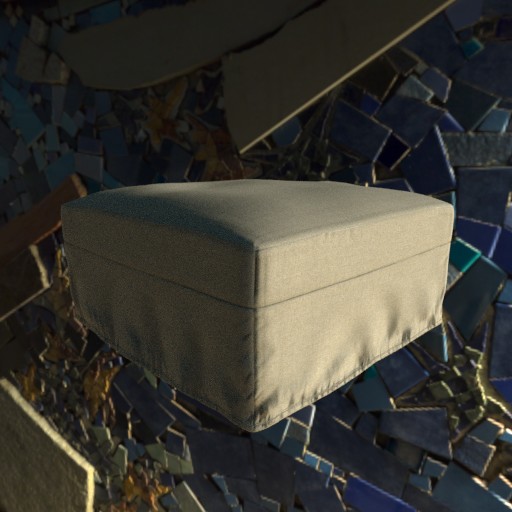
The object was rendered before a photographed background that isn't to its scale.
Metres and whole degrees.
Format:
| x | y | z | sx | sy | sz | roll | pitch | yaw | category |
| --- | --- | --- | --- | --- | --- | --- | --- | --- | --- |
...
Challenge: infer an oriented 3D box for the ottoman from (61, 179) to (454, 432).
| x | y | z | sx | sy | sz | roll | pitch | yaw | category |
| --- | --- | --- | --- | --- | --- | --- | --- | --- | --- |
| 0.000 | 0.000 | 1.327 | 0.840 | 0.436 | 0.843 | -13 | 19 | -43 | ottoman |
